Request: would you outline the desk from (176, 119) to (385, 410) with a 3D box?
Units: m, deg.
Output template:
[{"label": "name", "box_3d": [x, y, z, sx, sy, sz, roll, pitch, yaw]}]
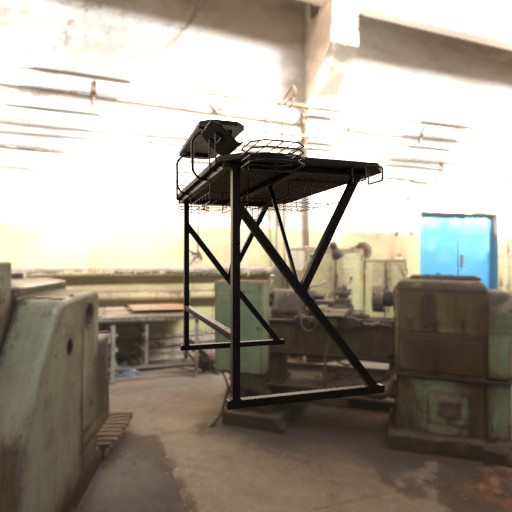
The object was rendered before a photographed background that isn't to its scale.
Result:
[{"label": "desk", "box_3d": [0.000, 0.000, 1.748, 0.580, 0.880, 1.290, 0, 0, -18]}]
